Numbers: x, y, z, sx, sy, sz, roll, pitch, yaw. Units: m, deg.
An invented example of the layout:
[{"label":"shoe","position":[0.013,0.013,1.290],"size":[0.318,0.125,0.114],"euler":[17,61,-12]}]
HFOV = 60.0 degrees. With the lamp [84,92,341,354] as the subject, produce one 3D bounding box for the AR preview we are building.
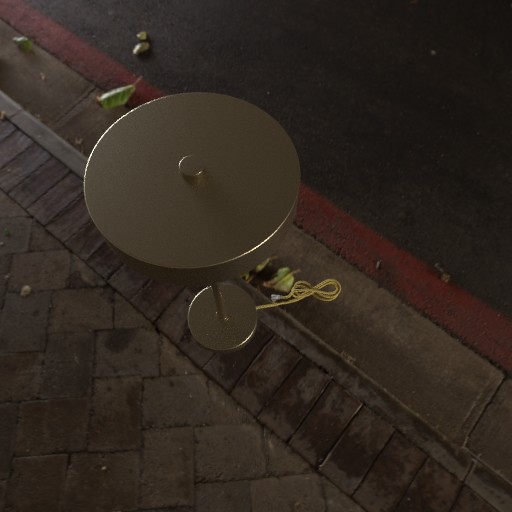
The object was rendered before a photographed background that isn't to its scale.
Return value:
[{"label":"lamp","position":[0.000,0.000,0.699],"size":[0.369,0.508,0.229],"euler":[-16,64,-8]}]
